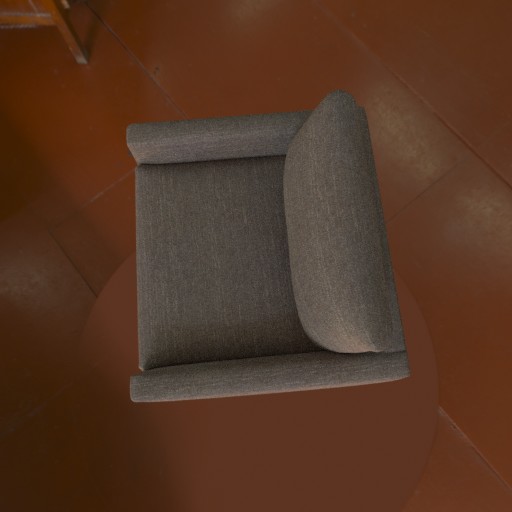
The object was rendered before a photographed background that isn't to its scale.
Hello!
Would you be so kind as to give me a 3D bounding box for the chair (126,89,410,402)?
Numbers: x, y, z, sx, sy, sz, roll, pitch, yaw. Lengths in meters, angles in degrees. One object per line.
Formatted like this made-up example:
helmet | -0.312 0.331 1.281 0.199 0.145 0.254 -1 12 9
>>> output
chair | 0.000 0.000 1.584 0.845 0.841 0.940 -5 75 -1
